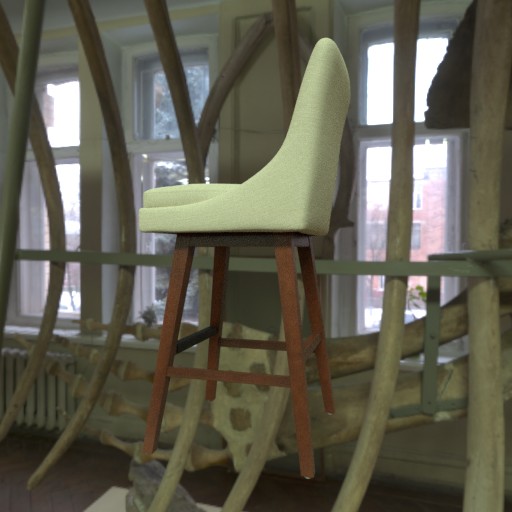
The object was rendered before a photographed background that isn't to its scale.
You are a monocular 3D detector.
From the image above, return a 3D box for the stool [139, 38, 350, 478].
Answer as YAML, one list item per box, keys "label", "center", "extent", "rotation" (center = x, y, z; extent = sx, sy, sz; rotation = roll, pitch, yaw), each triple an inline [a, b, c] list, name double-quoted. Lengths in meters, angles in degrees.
- label: "stool"
  center: [0.000, 0.000, 1.370]
  extent: [0.559, 1.097, 0.470]
  rotation: [0, 1, 17]
